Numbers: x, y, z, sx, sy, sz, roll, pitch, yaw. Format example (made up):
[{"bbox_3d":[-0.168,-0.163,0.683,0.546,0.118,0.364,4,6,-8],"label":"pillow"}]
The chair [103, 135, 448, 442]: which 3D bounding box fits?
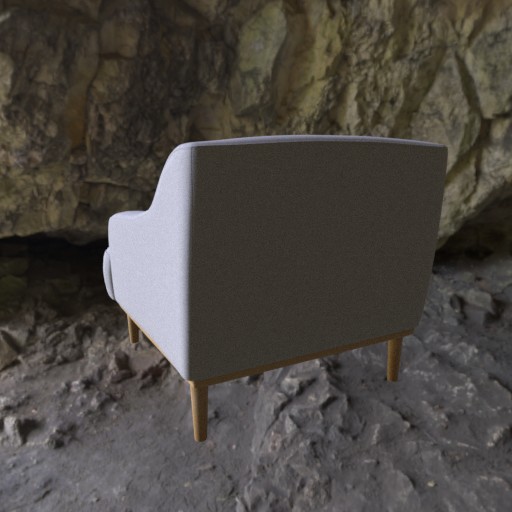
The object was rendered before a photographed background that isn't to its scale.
[{"bbox_3d":[0.000,0.000,1.604,0.946,0.818,0.951,-7,15,-27],"label":"chair"}]
